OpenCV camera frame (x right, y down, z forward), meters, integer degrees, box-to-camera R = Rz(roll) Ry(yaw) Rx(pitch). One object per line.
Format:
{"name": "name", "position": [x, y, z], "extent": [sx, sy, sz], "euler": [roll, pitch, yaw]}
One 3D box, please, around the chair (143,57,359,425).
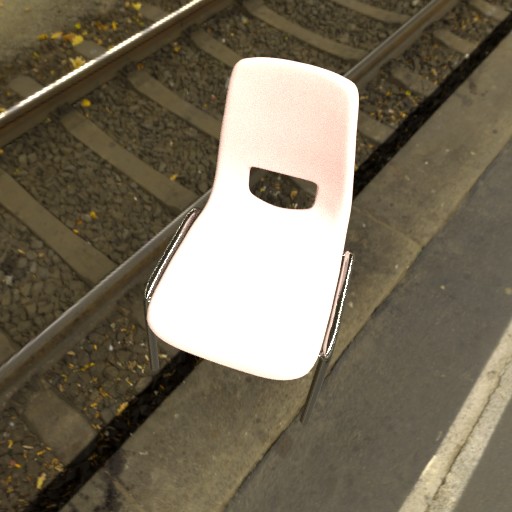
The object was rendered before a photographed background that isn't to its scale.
{"name": "chair", "position": [0.000, 0.000, 0.798], "extent": [0.354, 0.537, 0.385], "euler": [16, 59, 10]}
